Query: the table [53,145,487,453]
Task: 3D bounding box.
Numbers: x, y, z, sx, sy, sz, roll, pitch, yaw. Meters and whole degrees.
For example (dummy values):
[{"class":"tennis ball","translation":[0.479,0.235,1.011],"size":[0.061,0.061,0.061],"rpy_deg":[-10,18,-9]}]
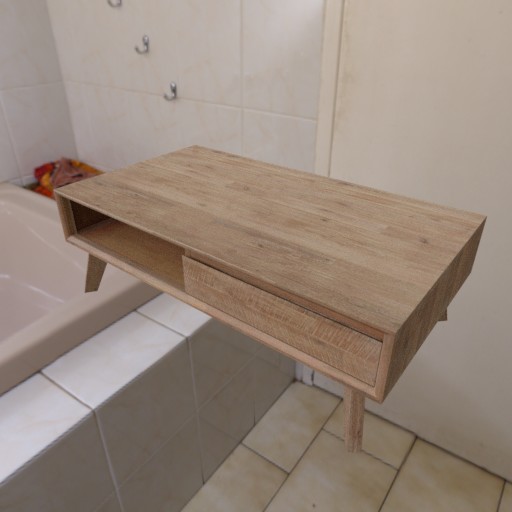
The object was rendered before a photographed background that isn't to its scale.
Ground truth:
[{"class":"table","translation":[0.000,0.000,2.013],"size":[1.619,0.531,0.918],"rpy_deg":[21,36,32]}]
